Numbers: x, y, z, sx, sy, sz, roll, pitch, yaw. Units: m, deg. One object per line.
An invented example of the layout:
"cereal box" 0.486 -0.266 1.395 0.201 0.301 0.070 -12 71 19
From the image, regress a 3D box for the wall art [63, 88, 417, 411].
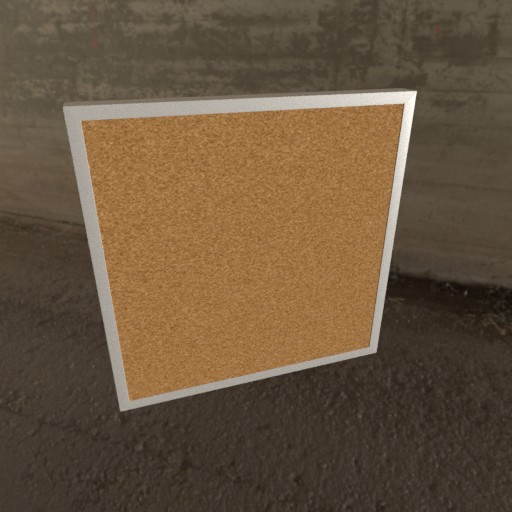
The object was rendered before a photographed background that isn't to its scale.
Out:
"wall art" 0.000 0.000 0.739 0.506 0.505 0.038 -8 28 -16
